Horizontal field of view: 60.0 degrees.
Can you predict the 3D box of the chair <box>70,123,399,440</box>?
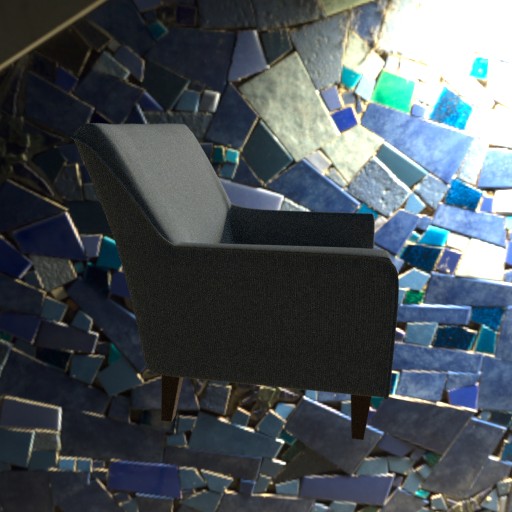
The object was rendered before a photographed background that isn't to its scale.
[{"bbox_3d":[0.000,0.000,1.602,0.899,0.919,0.780,3,17,10],"label":"chair"}]
